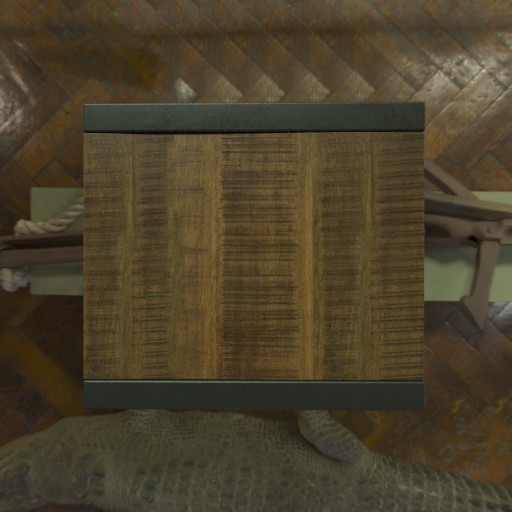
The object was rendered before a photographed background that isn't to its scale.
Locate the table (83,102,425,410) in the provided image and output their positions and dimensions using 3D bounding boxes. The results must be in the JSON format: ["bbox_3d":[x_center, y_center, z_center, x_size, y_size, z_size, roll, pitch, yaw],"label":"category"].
[{"bbox_3d":[0.000,0.000,0.919,0.500,0.550,0.449,0,90,1],"label":"table"}]
